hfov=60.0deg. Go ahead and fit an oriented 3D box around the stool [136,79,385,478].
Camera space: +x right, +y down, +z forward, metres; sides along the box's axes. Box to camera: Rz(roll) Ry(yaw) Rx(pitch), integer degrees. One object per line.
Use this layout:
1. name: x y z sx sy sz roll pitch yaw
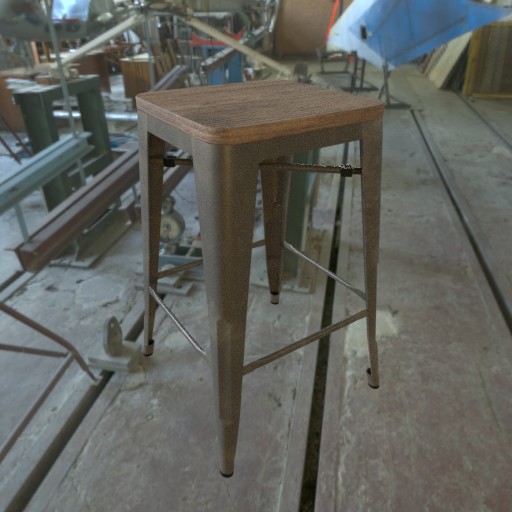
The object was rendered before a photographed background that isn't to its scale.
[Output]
1. stool: 0.000 0.000 0.890 0.407 0.607 0.407 -18 35 -29
